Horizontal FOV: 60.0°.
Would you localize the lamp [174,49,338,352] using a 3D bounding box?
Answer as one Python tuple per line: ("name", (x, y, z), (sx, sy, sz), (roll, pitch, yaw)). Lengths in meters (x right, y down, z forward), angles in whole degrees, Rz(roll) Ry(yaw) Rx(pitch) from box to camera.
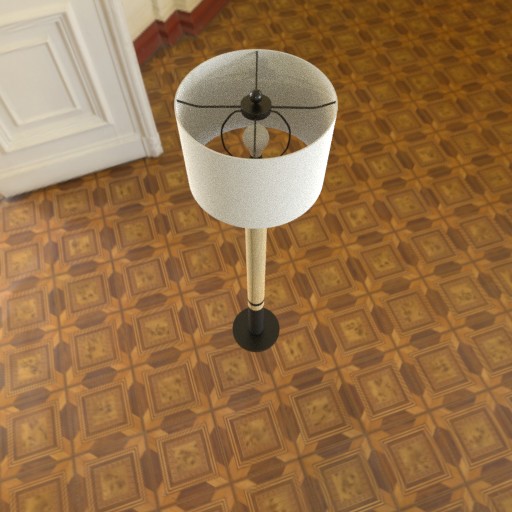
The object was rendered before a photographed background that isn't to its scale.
("lamp", (0.000, 0.000, 1.650), (0.381, 1.478, 0.381), (-16, 60, -9))
